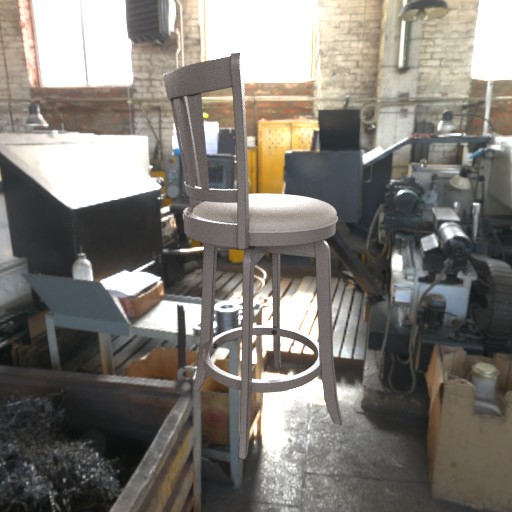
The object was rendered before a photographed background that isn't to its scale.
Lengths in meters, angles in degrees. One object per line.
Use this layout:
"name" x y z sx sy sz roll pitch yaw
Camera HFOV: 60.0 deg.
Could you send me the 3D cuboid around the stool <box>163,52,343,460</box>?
"stool" 0.000 0.000 1.305 0.475 1.023 0.436 -8 17 -26
